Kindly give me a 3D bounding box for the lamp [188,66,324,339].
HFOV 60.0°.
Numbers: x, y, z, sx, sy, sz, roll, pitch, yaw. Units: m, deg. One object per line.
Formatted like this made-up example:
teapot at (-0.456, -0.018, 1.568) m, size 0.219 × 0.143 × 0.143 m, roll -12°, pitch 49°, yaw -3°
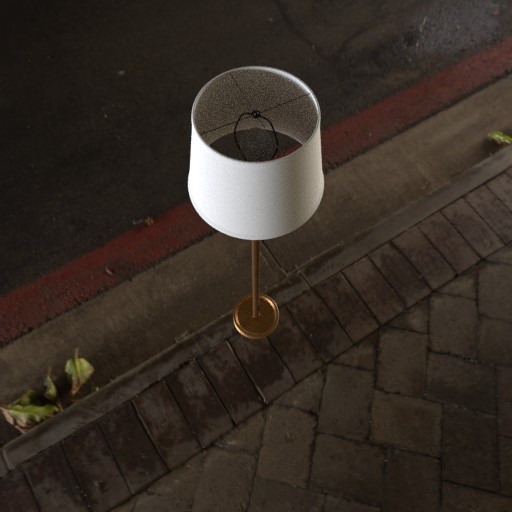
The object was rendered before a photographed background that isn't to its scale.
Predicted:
lamp at (0.000, 0.000, 0.792) m, size 0.178 × 0.710 × 0.178 m, roll 0°, pitch 64°, yaw 0°
